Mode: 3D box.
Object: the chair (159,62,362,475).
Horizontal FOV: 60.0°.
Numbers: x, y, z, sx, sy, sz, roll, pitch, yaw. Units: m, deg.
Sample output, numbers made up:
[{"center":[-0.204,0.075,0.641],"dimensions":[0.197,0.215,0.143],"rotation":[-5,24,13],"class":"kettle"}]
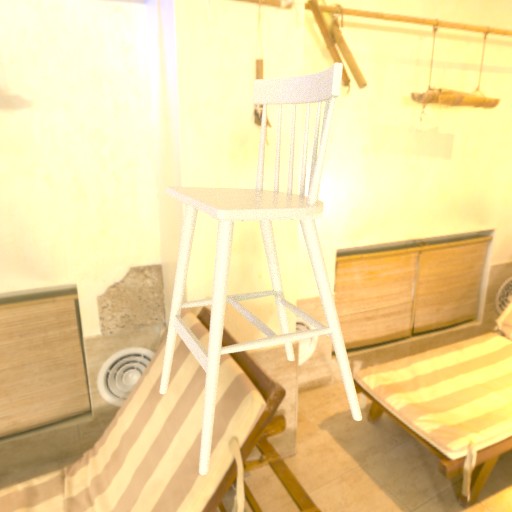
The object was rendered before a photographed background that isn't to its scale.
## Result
[{"center":[0.000,0.000,1.403],"dimensions":[0.572,1.092,0.483],"rotation":[-8,18,-25],"class":"chair"}]
